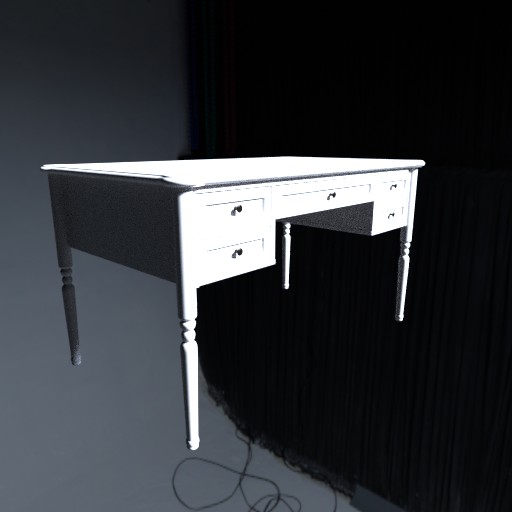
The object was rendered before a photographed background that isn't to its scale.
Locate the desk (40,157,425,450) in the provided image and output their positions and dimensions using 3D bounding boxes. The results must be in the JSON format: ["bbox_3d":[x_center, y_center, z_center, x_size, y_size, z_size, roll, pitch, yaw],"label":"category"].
[{"bbox_3d":[0.000,0.000,1.842,0.807,0.762,1.380,13,19,42],"label":"desk"}]
